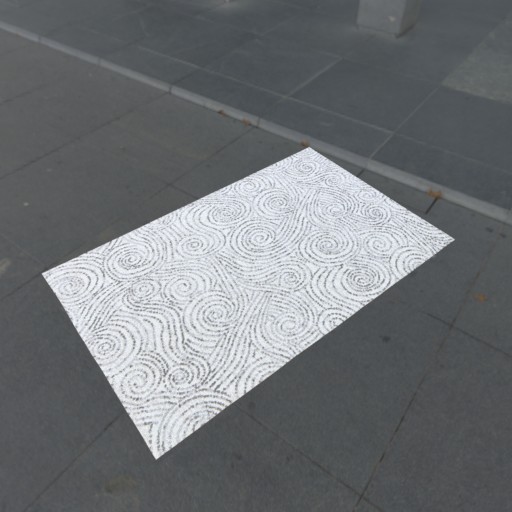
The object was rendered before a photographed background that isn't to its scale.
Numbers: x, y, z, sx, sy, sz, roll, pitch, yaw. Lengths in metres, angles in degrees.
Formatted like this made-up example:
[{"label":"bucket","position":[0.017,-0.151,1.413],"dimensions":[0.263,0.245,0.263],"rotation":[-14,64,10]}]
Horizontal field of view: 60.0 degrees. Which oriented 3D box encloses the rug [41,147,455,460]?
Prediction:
[{"label":"rug","position":[0.000,0.000,3.062],"dimensions":[2.439,0.005,1.524],"rotation":[-30,53,-25]}]
